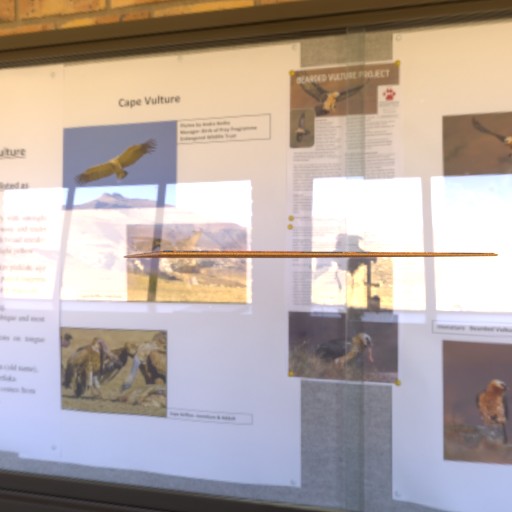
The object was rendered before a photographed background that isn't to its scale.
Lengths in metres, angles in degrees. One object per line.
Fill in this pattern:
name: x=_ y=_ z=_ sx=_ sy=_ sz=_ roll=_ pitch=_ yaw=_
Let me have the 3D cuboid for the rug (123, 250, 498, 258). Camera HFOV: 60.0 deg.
rug: x=0.000 y=0.000 z=2.159 sx=1.148 sy=0.013 sz=1.758 roll=0 pitch=0 yaw=-20
